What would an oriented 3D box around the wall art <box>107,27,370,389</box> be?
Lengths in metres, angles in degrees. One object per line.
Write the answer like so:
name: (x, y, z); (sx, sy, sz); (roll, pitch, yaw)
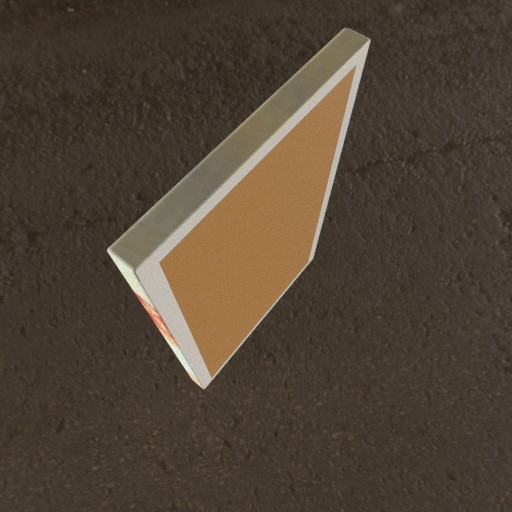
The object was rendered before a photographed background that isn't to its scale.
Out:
wall art: (0.000, 0.000, 0.748); (0.038, 0.610, 0.401); (36, 69, 16)
